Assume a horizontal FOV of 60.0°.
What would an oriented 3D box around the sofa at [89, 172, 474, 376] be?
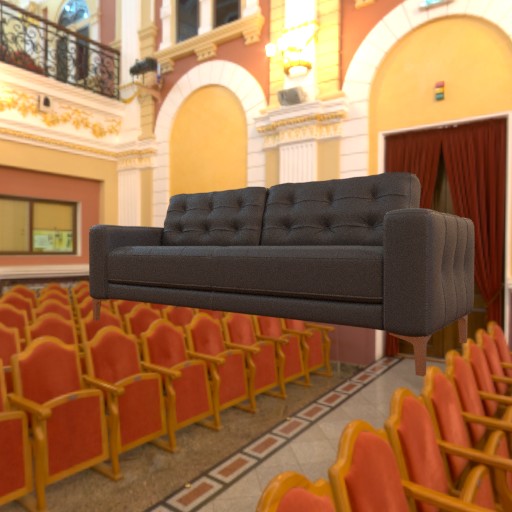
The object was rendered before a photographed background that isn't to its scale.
[{"bbox_3d":[0.000,0.000,2.666,2.275,0.893,0.833,1,1,37],"label":"sofa"}]
